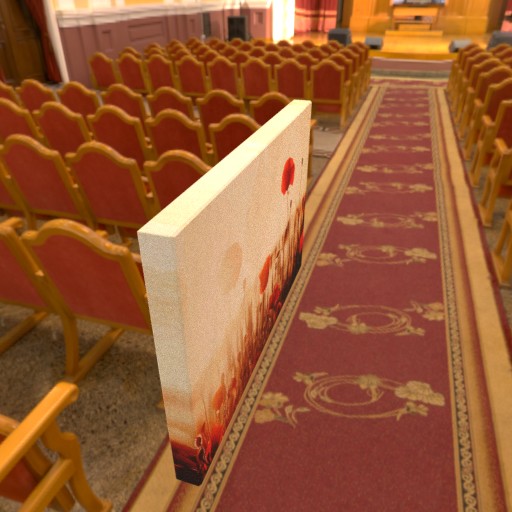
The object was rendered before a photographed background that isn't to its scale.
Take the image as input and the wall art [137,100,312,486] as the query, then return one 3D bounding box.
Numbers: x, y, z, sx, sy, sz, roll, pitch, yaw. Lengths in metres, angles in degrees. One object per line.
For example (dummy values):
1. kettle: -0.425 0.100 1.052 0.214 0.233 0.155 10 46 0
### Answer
1. wall art: 0.000 0.000 0.774 0.040 0.402 0.613 10 33 16
